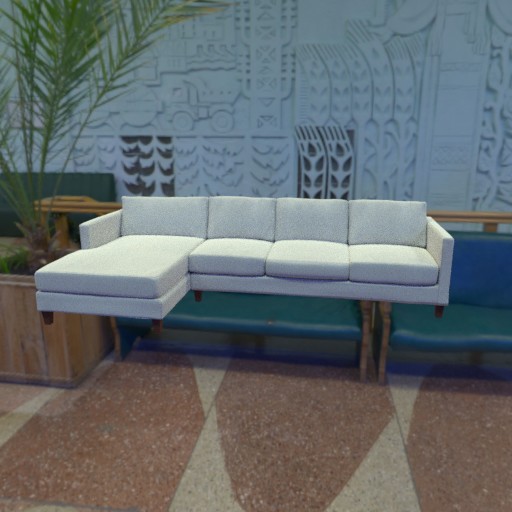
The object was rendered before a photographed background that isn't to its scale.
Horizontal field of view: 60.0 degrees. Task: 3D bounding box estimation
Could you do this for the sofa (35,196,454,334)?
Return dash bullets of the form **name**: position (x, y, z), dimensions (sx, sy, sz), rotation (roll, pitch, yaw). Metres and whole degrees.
- **sofa**: position (0.000, 0.000, 3.860), dimensions (3.186, 0.861, 1.625), rotation (3, 16, 10)
